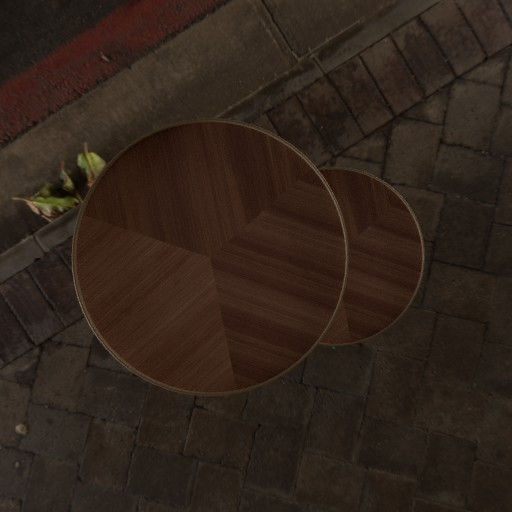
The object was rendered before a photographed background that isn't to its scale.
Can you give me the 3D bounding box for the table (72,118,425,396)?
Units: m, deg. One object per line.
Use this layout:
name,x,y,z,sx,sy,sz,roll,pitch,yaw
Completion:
table,0.000,0.000,1.123,0.751,0.555,0.532,0,91,1
